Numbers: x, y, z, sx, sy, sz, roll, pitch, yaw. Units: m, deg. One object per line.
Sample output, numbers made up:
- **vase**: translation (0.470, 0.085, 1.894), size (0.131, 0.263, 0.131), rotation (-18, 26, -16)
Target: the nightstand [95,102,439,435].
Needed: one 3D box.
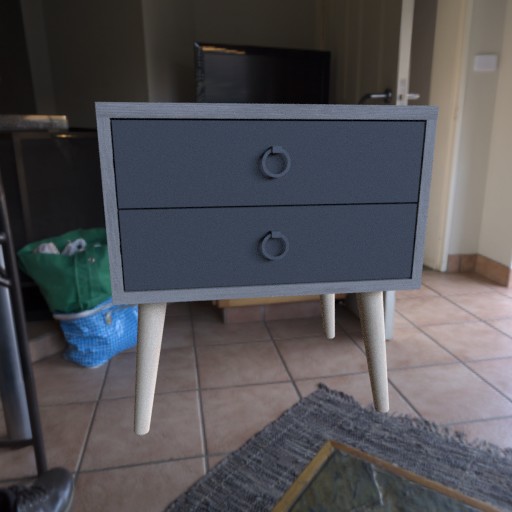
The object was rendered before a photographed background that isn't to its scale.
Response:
- **nightstand**: translation (0.000, 0.000, 0.808), size (0.450, 0.500, 0.380), rotation (-2, 15, -8)
